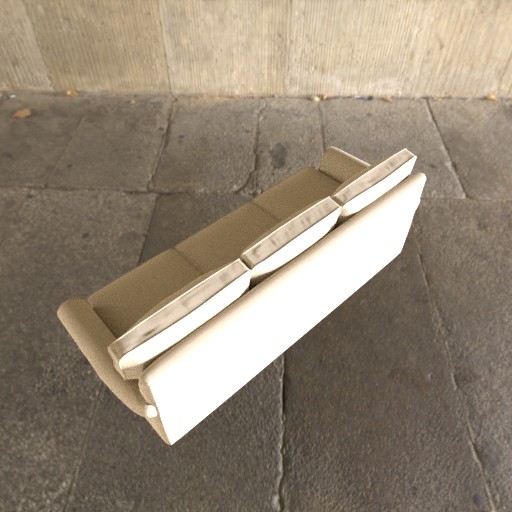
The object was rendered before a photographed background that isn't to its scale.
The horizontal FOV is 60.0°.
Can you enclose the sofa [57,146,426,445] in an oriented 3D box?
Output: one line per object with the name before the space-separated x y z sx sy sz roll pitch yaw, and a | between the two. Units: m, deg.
sofa | 0.000 0.000 2.864 2.354 0.948 0.966 -34 56 -27
